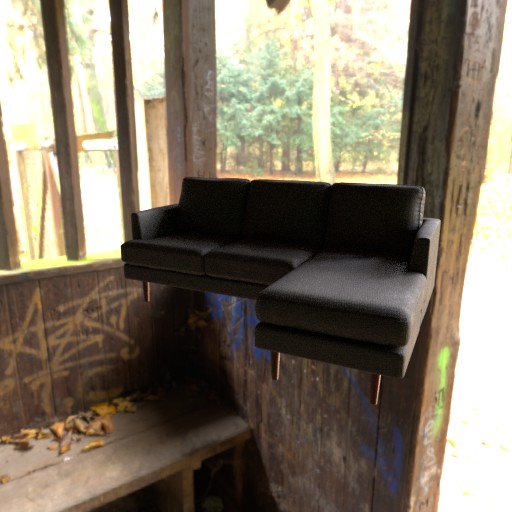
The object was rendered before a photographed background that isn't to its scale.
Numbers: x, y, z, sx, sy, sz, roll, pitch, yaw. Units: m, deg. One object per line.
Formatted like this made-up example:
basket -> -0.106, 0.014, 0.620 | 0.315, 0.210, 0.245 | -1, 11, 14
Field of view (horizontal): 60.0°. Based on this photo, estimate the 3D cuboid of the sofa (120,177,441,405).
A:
sofa -> 0.000, 0.000, 3.054 | 2.233, 0.956, 1.504 | 7, 16, 25
